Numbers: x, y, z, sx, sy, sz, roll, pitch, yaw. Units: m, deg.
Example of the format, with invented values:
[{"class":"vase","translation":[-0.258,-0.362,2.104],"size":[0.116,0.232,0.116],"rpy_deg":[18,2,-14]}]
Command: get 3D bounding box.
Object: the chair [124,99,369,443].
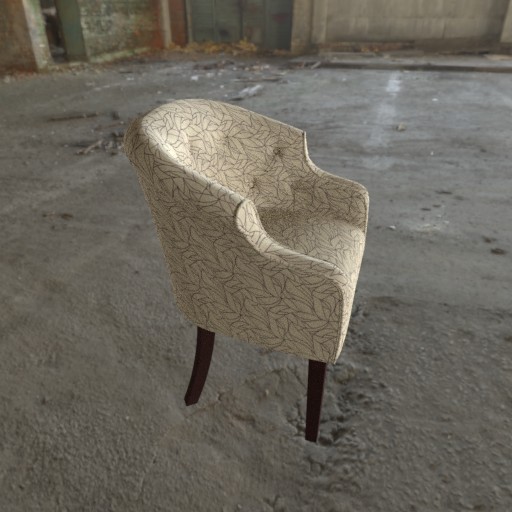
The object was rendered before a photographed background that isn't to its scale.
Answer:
[{"class":"chair","translation":[0.000,0.000,1.341],"size":[0.613,0.858,0.686],"rpy_deg":[9,30,15]}]
